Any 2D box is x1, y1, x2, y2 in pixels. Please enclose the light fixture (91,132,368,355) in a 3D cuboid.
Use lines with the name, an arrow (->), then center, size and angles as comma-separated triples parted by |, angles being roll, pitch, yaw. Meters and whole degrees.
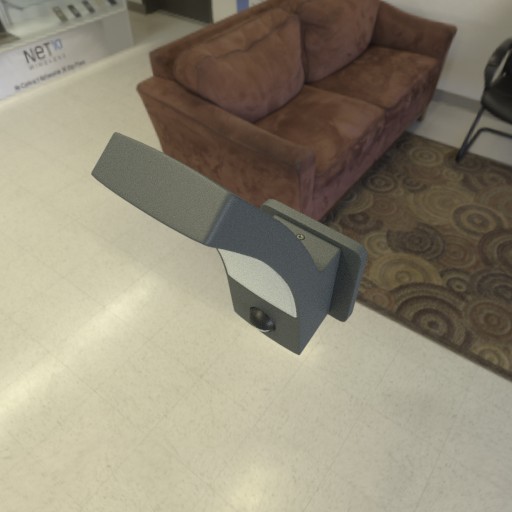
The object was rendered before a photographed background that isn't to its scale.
light fixture -> 0.000, 0.000, 0.330 | 0.108, 0.243, 0.174 | 31, 54, 26
